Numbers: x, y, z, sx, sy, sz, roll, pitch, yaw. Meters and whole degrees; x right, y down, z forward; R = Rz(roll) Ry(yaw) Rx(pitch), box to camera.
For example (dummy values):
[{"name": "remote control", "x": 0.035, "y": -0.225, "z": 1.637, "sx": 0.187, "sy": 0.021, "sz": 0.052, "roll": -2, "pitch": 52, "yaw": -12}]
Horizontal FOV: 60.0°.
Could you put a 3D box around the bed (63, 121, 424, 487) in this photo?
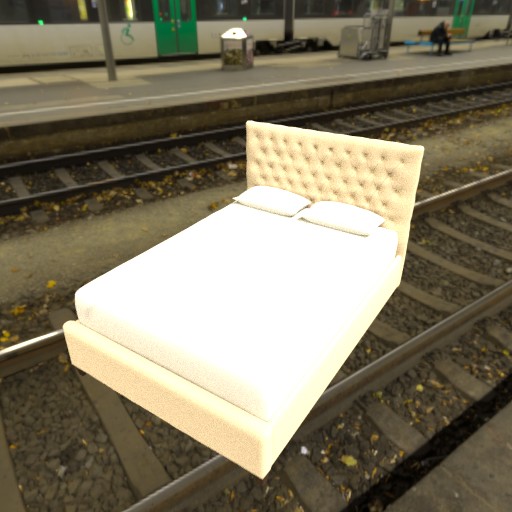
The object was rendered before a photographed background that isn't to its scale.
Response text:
[{"name": "bed", "x": 0.000, "y": 0.000, "z": 3.407, "sx": 1.698, "sy": 1.427, "sz": 2.387, "roll": 18, "pitch": 34, "yaw": 29}]
